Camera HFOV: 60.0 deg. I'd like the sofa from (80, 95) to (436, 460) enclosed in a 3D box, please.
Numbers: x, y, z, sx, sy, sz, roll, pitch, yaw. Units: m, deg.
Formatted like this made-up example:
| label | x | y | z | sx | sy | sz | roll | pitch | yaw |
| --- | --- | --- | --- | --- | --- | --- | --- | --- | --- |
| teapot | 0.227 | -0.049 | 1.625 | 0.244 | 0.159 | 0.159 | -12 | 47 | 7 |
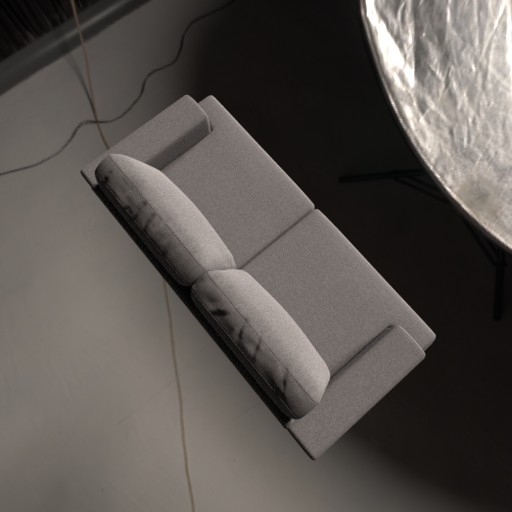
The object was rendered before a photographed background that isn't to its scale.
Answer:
| label | x | y | z | sx | sy | sz | roll | pitch | yaw |
| --- | --- | --- | --- | --- | --- | --- | --- | --- | --- |
| sofa | 0.000 | 0.000 | 2.081 | 0.785 | 0.810 | 1.650 | -39 | 79 | -9 |
